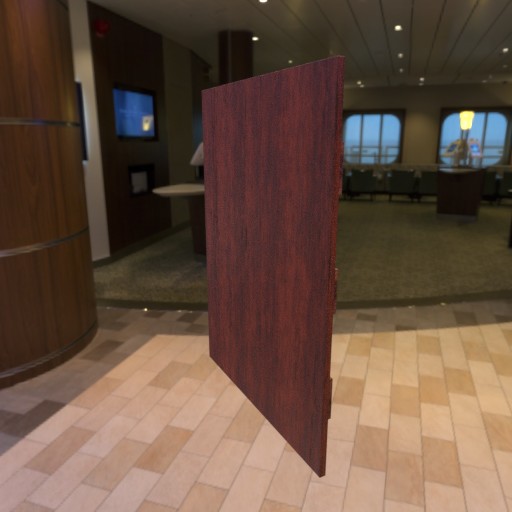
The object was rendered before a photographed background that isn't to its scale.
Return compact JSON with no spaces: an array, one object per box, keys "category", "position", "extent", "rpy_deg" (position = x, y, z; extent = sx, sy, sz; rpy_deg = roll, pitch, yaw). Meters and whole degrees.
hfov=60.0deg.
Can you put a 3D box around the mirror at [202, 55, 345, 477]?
[{"category":"mirror","position":[0.000,0.000,1.072],"extent":[0.021,0.805,0.600],"rpy_deg":[-8,17,-27]}]
